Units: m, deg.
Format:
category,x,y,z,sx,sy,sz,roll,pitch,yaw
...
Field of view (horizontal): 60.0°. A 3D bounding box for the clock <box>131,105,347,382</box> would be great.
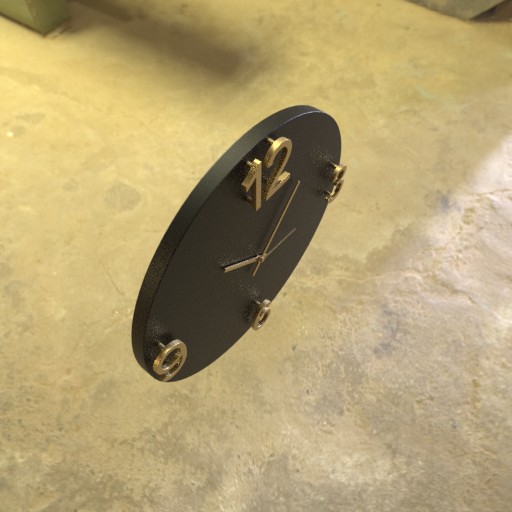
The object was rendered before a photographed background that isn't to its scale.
category,x,y,z,sx,sy,sz,roll,pitch,yaw
clock,0.000,0.000,0.671,0.038,0.454,0.454,34,63,20
